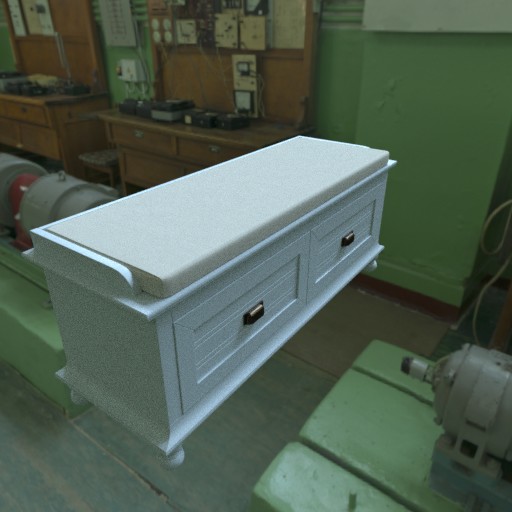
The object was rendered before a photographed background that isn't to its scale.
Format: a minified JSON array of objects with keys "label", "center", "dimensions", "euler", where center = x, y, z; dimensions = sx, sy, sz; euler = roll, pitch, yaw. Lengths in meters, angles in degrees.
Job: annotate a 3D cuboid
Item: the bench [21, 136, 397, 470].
[{"label":"bench","center":[0.000,0.000,1.372],"dimensions":[0.402,0.486,1.185],"euler":[19,33,31]}]
